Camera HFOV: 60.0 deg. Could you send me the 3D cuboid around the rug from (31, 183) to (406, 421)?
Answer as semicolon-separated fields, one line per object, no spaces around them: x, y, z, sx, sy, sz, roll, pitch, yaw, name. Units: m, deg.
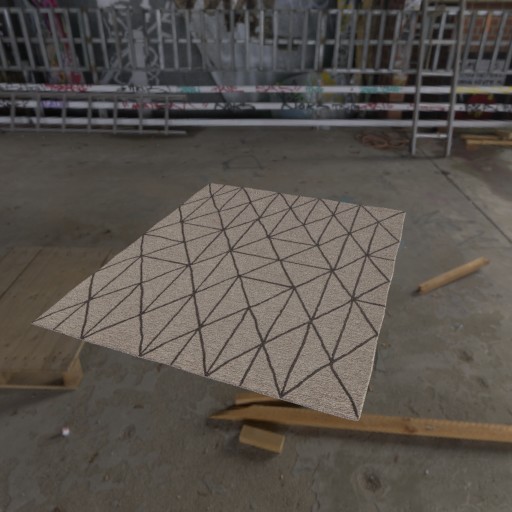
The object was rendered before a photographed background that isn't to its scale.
0.000;0.000;4.157;2.468;0.022;3.061;11;33;18;rug
